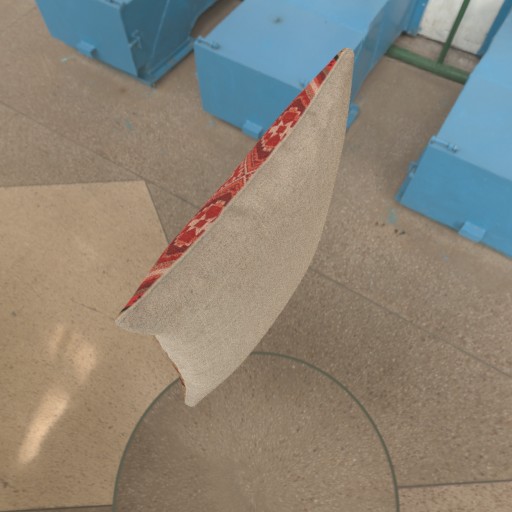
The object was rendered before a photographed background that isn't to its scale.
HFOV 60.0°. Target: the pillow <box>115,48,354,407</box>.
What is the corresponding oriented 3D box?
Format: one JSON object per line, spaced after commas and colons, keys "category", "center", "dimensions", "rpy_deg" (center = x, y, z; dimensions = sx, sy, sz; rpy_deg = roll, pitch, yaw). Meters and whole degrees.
{"category": "pillow", "center": [0.000, 0.000, 0.774], "dimensions": [0.158, 0.511, 0.513], "rpy_deg": [30, 66, 15]}
